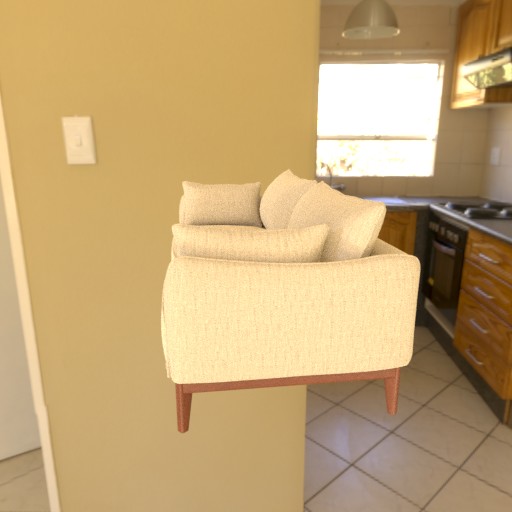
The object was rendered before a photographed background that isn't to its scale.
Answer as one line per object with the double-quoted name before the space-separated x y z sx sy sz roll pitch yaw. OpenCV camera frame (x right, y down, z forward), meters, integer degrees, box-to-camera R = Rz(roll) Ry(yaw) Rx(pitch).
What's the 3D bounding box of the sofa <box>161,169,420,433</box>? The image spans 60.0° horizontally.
"sofa" 0.000 0.000 2.536 0.991 0.860 1.989 -2 15 -8
